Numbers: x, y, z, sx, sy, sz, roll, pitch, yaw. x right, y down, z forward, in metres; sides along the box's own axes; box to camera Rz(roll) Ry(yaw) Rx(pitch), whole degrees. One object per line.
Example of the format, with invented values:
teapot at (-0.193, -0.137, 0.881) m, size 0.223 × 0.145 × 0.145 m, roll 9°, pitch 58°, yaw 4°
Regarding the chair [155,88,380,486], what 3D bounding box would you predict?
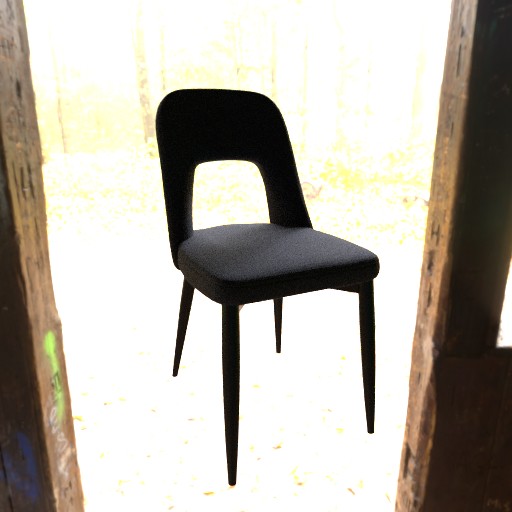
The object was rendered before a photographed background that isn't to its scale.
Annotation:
chair at (0.000, 0.000, 1.263) m, size 0.470 × 0.931 × 0.612 m, roll -8°, pitch 18°, yaw -25°
